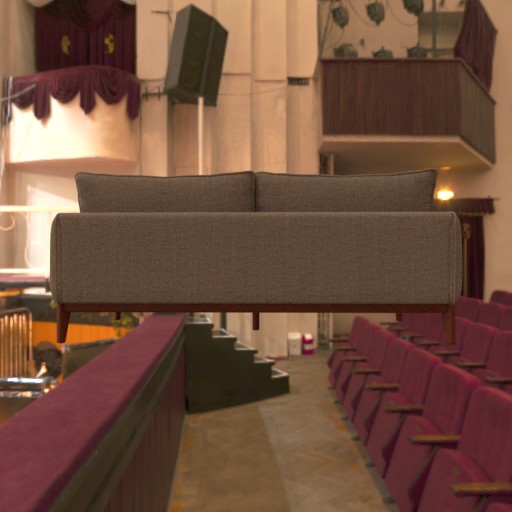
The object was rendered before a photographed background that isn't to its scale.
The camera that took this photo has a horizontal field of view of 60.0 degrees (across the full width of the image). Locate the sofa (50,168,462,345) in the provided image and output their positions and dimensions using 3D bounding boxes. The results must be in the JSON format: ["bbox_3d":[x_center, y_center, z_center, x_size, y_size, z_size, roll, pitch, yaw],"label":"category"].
[{"bbox_3d":[0.000,0.000,2.549,1.989,0.851,0.972,0,-1,1],"label":"sofa"}]
